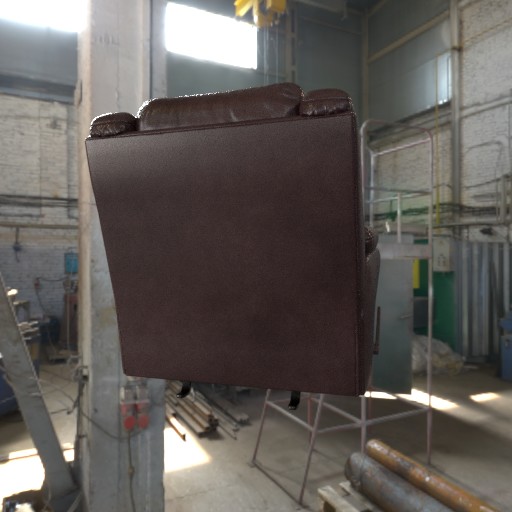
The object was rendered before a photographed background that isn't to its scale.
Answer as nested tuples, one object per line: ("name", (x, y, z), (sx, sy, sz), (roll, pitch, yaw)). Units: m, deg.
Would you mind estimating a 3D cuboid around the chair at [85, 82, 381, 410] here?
("chair", (0.000, 0.000, 1.856), (0.990, 1.093, 1.041), (0, 0, 17))
